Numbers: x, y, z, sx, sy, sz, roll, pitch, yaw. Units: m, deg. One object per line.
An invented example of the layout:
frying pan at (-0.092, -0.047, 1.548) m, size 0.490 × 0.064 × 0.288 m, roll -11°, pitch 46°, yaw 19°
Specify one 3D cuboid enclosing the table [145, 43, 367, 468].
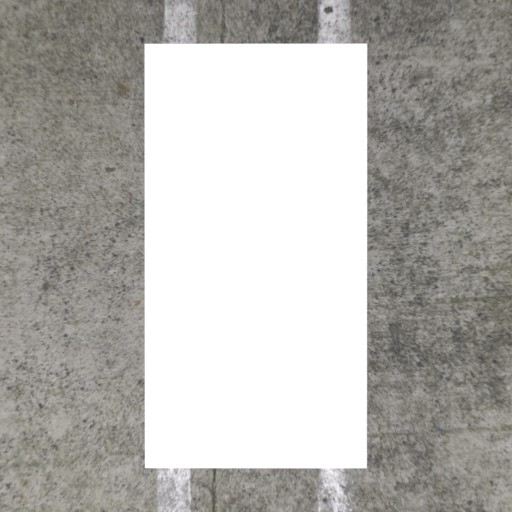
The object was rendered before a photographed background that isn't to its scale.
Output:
table at (0.000, 0.000, 1.338) m, size 0.559 × 0.457 × 1.067 m, roll 0°, pitch 90°, yaw 0°
